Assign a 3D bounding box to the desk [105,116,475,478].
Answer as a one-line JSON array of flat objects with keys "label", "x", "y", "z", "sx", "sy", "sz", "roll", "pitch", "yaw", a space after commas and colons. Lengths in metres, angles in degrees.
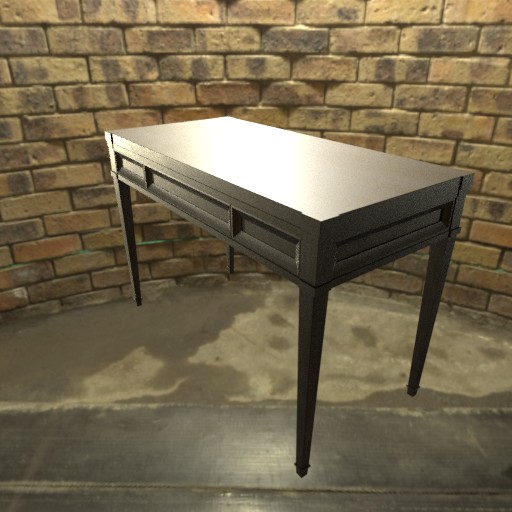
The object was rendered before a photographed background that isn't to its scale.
[{"label": "desk", "x": 0.000, "y": 0.000, "z": 1.777, "sx": 0.630, "sy": 0.861, "sz": 1.289, "roll": -19, "pitch": 32, "yaw": -33}]
